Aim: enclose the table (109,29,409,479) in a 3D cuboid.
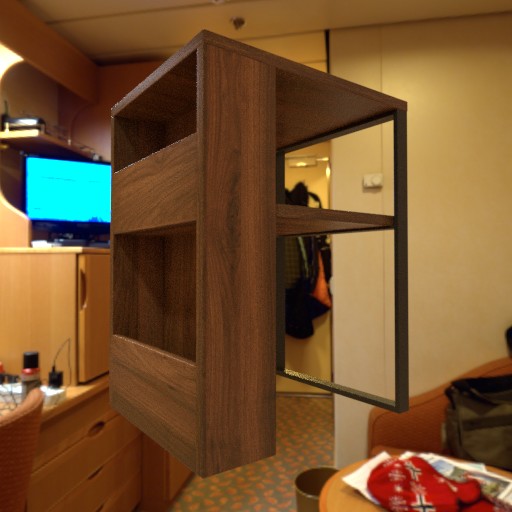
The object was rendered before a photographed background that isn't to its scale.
[{"bbox_3d":[0.000,0.000,1.520,0.786,1.041,0.660,1,-1,-36],"label":"table"}]
